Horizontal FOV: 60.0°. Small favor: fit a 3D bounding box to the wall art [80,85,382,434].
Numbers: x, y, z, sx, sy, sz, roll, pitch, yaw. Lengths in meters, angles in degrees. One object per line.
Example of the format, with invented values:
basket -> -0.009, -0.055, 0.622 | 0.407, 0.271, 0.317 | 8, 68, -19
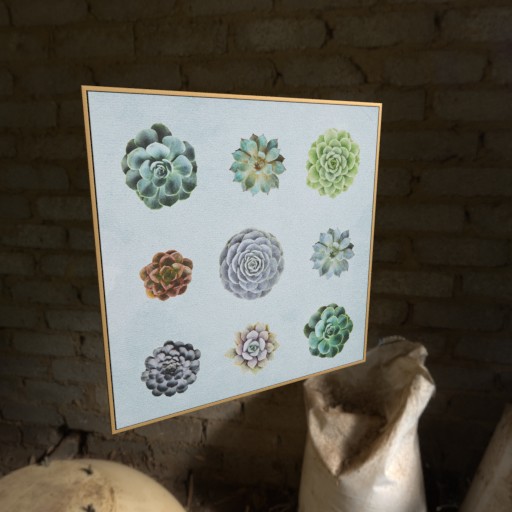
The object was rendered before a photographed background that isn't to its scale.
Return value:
wall art -> 0.000, 0.000, 0.962 | 0.657, 0.655, 0.014 | -7, 16, -27
